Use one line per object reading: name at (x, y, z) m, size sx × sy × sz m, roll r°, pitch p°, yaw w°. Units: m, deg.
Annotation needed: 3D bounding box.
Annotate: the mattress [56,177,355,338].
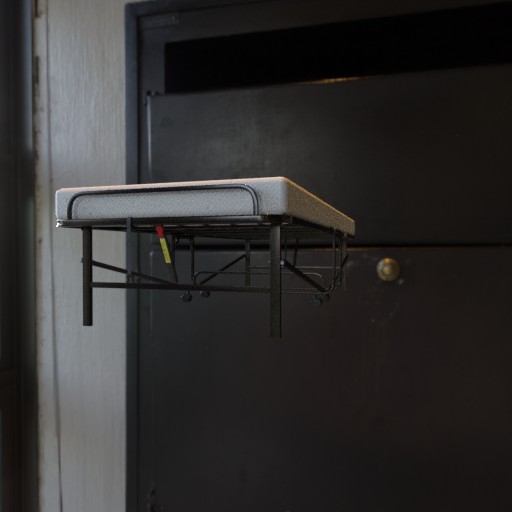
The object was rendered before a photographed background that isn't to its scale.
mattress at (0.000, 0.000, 2.481) m, size 0.922 × 0.519 × 2.153 m, roll 0°, pitch 1°, yaw 18°
